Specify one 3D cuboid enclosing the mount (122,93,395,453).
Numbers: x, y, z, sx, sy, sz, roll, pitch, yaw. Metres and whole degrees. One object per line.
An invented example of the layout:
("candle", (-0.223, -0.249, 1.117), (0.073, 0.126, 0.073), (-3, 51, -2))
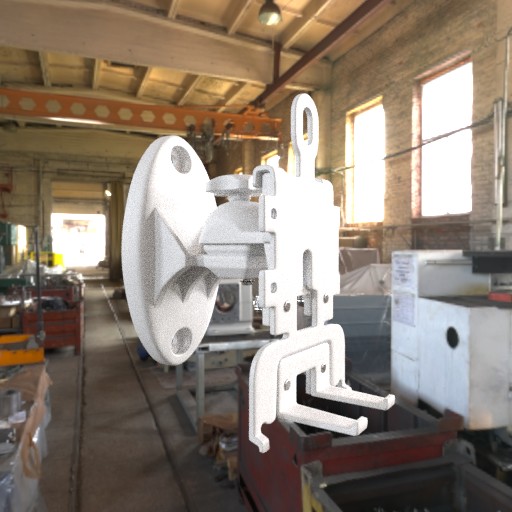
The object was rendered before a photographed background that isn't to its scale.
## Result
("mount", (0.000, 0.000, 0.175), (0.100, 0.118, 0.066), (1, 1, 36))
